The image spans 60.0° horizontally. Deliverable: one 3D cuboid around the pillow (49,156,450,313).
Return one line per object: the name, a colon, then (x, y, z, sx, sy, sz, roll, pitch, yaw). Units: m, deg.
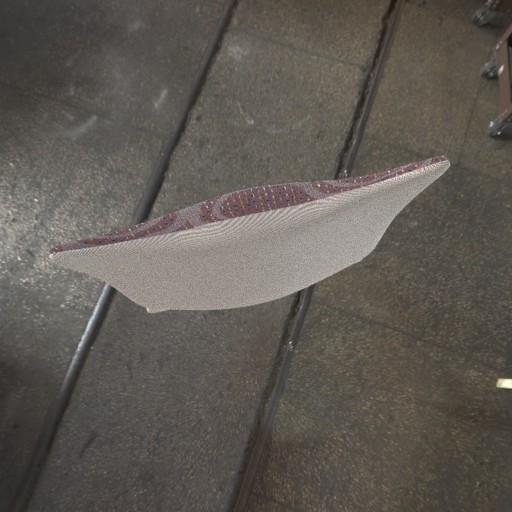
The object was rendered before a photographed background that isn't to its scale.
pillow: (0.000, 0.000, 0.793, 0.514, 0.513, 0.163, -14, 76, -4)
